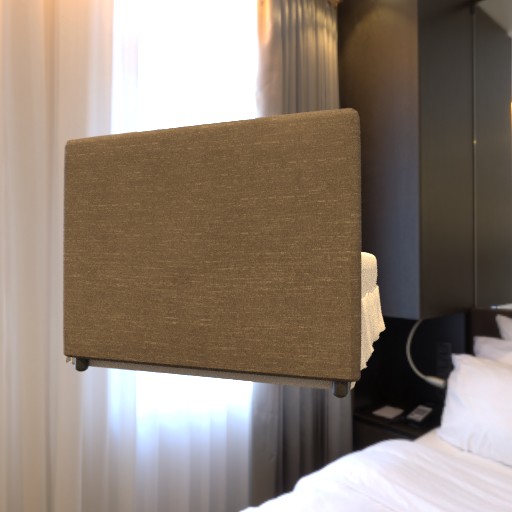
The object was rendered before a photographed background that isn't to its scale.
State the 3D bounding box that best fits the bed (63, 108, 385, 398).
[{"bbox_3d":[0.000,0.000,3.244,1.723,1.330,2.142,0,-1,19],"label":"bed"}]
